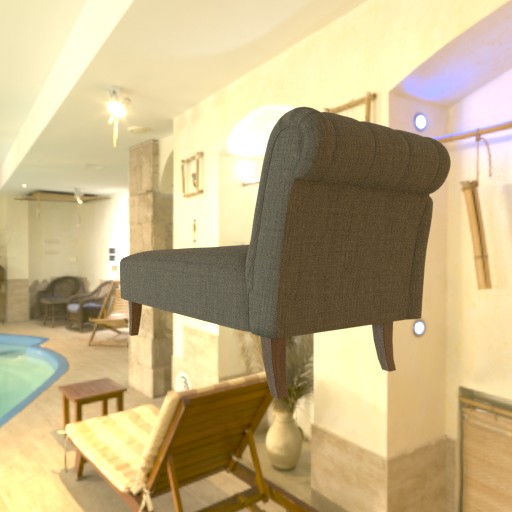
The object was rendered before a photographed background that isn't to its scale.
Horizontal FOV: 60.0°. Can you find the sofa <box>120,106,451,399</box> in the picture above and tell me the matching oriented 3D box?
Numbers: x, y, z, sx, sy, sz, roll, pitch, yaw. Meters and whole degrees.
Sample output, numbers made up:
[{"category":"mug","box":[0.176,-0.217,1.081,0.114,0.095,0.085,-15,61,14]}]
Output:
[{"category":"sofa","box":[0.000,0.000,1.800,0.675,0.787,1.379,-1,1,-35]}]
